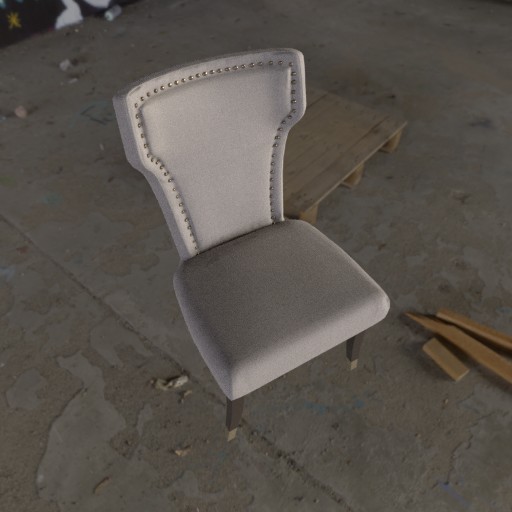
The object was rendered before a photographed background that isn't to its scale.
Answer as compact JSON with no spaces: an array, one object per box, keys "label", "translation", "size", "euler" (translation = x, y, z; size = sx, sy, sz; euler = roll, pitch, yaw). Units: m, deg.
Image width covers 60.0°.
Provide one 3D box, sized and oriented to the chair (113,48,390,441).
[{"label":"chair","translation":[0.000,0.000,1.293],"size":[0.526,0.950,0.630],"euler":[-23,51,-20]}]
